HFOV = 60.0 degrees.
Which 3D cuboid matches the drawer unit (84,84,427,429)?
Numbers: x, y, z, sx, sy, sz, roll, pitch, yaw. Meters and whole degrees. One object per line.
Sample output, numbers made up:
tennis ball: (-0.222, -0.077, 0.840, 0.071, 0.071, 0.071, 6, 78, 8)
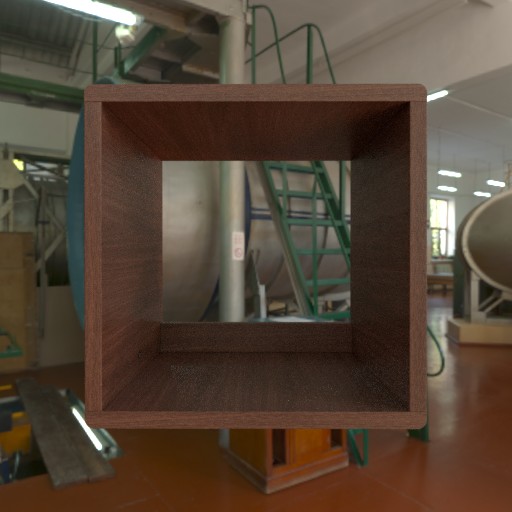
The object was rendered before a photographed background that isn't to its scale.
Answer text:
drawer unit: (0.000, 0.000, 0.596, 0.349, 0.351, 0.290, 0, 0, 0)
